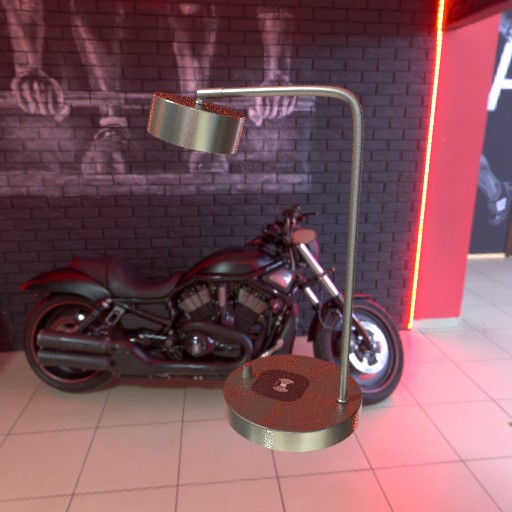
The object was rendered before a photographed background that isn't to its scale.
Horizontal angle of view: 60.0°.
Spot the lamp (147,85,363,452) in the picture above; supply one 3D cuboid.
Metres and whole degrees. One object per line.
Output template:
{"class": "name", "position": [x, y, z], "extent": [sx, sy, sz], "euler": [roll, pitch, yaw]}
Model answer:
{"class": "lamp", "position": [0.000, 0.000, 0.652], "extent": [0.334, 0.469, 0.211], "euler": [8, 17, 25]}
